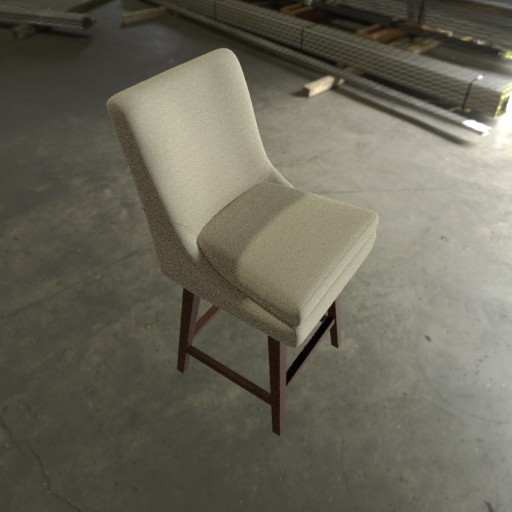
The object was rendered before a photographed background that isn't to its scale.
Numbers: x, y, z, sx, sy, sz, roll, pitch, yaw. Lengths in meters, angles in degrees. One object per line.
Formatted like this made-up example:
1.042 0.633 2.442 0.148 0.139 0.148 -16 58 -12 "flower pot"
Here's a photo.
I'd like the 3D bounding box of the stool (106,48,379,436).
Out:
0.000 0.000 1.323 0.559 0.991 0.483 25 48 25 "stool"
